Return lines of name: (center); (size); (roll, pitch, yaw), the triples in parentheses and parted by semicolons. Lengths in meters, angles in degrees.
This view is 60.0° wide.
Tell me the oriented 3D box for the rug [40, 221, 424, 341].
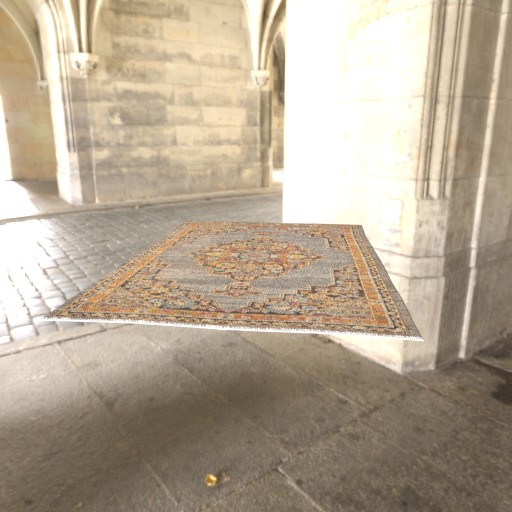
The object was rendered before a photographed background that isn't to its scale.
rug: (0.000, 0.000, 3.905); (2.158, 0.024, 3.063); (2, 15, 7)
